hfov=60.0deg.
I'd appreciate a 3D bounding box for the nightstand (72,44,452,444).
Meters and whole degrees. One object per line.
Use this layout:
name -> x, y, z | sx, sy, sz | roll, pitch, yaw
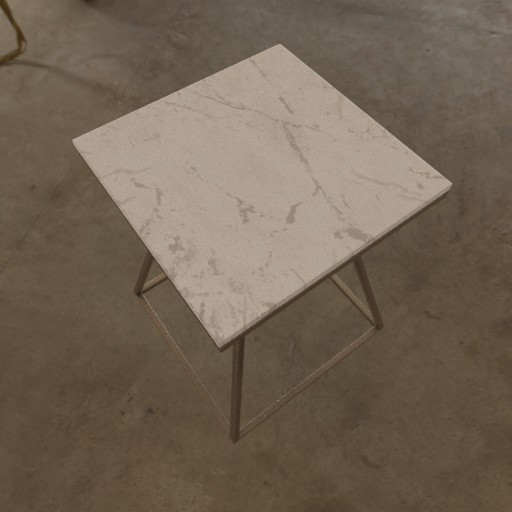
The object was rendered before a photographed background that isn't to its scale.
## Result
nightstand -> 0.000, 0.000, 0.897 | 0.455, 0.554, 0.455 | -32, 65, -17
